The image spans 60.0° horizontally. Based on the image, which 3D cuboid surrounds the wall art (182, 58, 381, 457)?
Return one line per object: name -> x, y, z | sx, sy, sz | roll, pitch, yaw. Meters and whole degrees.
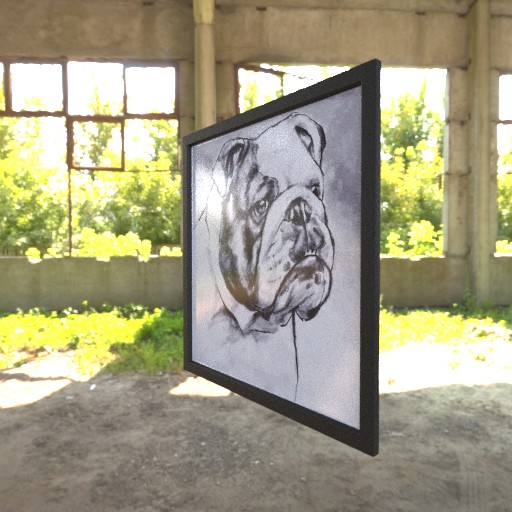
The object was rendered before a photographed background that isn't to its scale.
wall art -> 0.000, 0.000, 0.997 | 0.016, 0.659, 0.663 | -1, 2, -37
